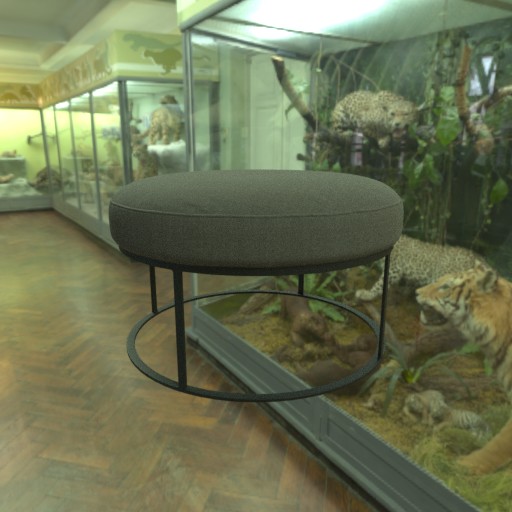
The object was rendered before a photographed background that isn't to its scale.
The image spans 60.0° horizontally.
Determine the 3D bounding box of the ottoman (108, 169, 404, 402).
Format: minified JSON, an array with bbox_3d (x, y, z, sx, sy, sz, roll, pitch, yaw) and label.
[{"bbox_3d":[0.000,0.000,1.243,0.772,0.460,0.772,0,14,0],"label":"ottoman"}]
